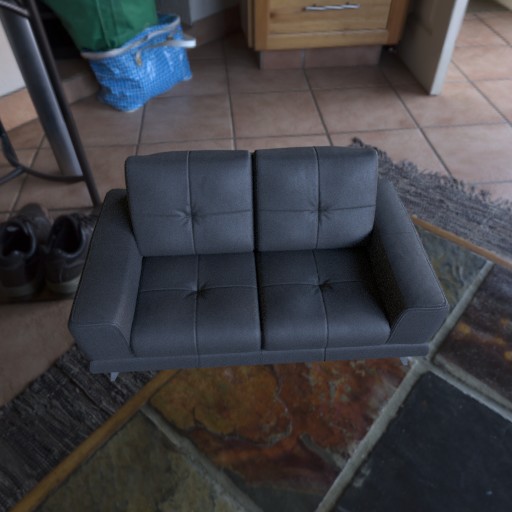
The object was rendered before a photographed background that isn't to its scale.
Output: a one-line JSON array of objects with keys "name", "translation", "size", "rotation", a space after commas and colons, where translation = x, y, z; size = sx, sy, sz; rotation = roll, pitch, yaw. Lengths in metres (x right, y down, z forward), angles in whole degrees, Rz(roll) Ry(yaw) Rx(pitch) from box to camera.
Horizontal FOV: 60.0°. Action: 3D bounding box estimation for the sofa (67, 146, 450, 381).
[{"name": "sofa", "translation": [0.000, 0.000, 2.424], "size": [1.806, 0.907, 1.018], "rotation": [-2, 46, -2]}]
